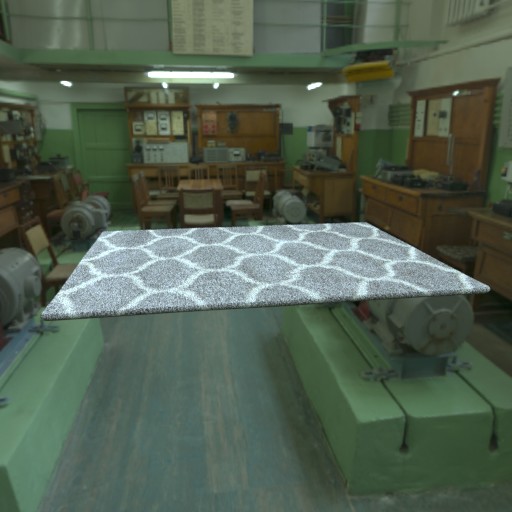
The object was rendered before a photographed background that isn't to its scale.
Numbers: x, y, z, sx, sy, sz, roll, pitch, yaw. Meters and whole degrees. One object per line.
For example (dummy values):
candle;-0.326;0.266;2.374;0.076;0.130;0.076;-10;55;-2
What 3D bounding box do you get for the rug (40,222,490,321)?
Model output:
rug;0.000;0.000;2.109;1.600;0.025;1.200;-3;17;-9
